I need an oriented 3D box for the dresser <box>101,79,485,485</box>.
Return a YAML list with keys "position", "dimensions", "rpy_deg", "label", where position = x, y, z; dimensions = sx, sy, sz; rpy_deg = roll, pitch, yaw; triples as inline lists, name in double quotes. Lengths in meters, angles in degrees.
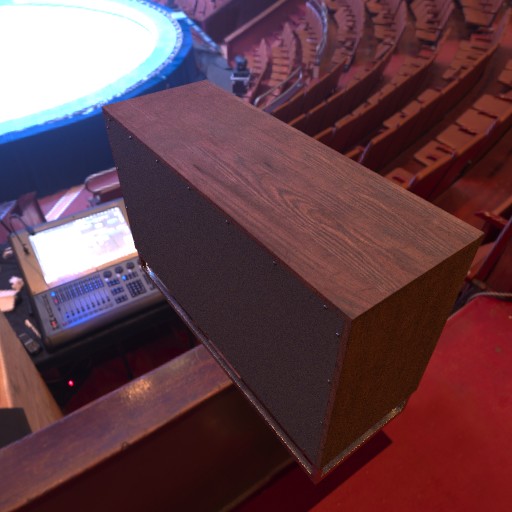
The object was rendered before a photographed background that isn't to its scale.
- position: [0.000, 0.000, 2.104]
  dimensions: [0.623, 1.061, 1.646]
  rpy_deg: [-26, 48, -27]
  label: "dresser"
